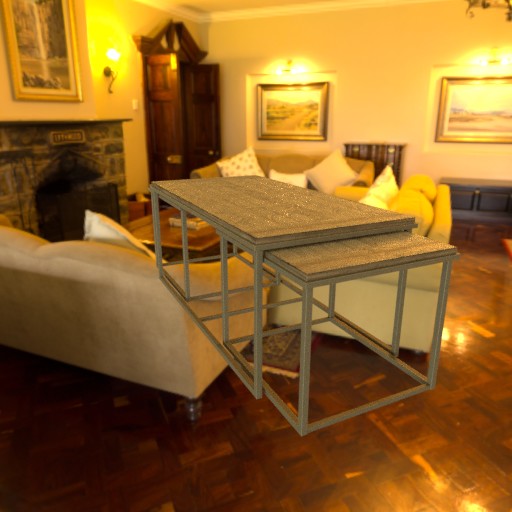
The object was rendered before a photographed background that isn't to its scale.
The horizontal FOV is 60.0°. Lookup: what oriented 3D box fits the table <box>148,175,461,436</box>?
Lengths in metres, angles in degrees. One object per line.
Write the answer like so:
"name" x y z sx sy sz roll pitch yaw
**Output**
"table" 0.000 0.000 1.565 0.489 0.427 1.312 -9 20 -25
